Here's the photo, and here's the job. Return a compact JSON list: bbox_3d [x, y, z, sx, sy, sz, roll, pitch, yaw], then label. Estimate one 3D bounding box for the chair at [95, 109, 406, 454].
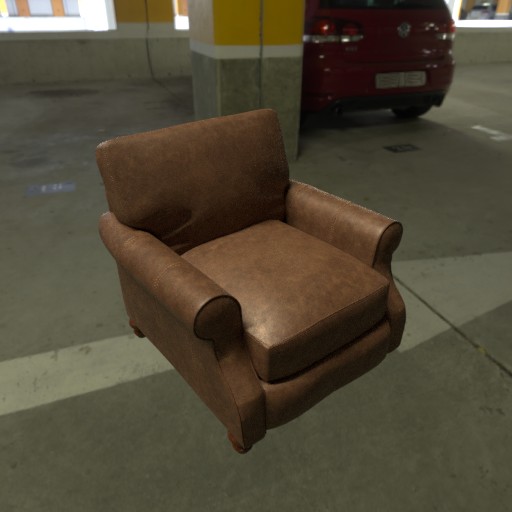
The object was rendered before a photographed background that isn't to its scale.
[{"bbox_3d":[0.000,0.000,1.786,0.996,0.976,1.002,-21,35,-33],"label":"chair"}]
